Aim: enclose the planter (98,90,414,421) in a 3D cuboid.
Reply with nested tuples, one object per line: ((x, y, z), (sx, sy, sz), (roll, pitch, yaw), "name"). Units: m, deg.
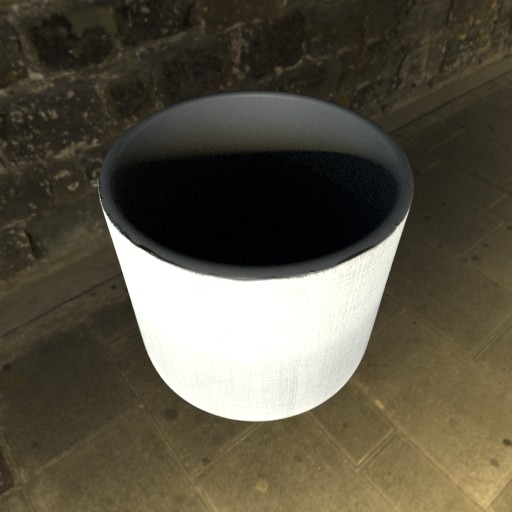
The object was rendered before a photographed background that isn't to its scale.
((0.000, 0.000, 0.391), (0.226, 0.201, 0.226), (0, 47, 0), "planter")
